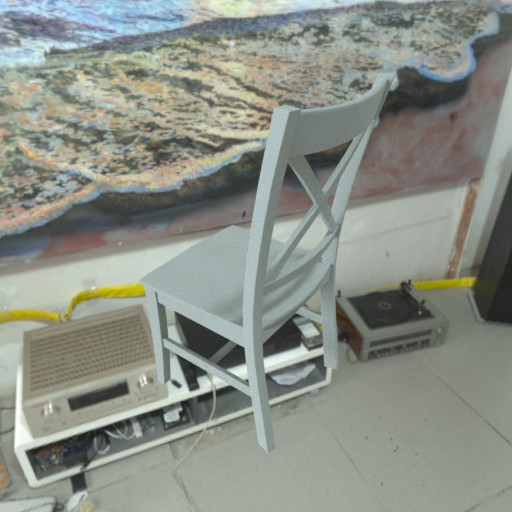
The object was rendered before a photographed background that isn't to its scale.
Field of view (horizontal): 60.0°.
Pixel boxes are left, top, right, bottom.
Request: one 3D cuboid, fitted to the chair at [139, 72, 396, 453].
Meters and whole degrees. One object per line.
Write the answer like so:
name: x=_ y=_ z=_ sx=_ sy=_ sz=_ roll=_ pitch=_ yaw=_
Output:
chair: x=0.000 y=0.000 z=1.295 sx=0.542 sy=0.983 sz=0.485 roll=21 pitch=37 yaw=30
